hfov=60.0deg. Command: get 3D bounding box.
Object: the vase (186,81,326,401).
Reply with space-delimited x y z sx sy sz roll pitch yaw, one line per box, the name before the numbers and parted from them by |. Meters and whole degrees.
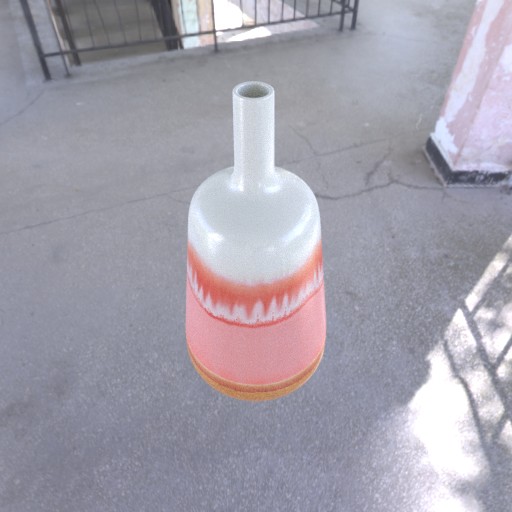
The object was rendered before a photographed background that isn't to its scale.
vase | 0.000 0.000 0.383 0.144 0.296 0.144 0 45 0
